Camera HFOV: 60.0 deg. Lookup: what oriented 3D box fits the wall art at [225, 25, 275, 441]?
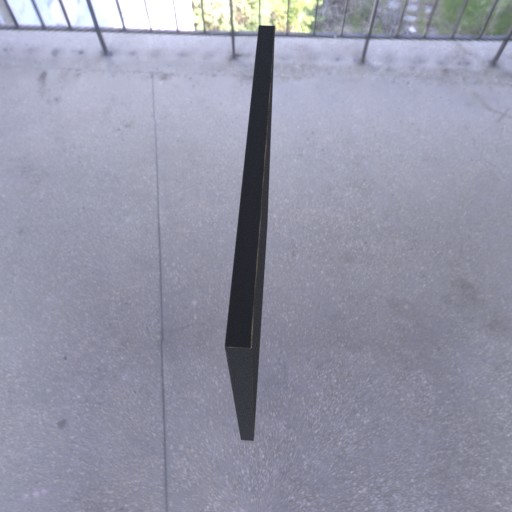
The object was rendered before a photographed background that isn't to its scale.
[{"bbox_3d":[0.000,0.000,0.451,0.015,0.303,0.304,3,59,2],"label":"wall art"}]
